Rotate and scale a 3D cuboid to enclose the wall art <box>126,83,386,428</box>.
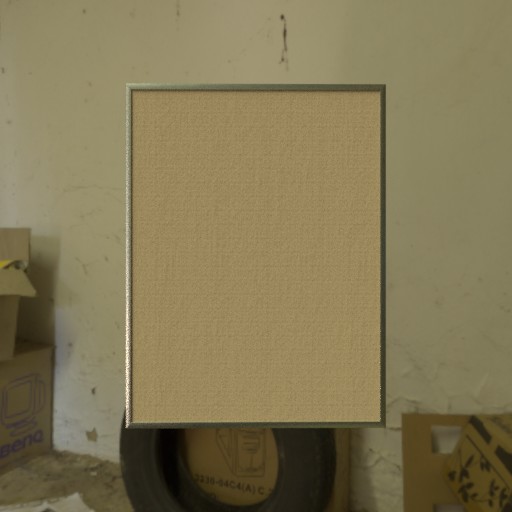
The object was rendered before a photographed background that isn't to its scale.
[{"bbox_3d":[0.000,0.000,1.387,0.803,1.062,0.041,0,0,0],"label":"wall art"}]
